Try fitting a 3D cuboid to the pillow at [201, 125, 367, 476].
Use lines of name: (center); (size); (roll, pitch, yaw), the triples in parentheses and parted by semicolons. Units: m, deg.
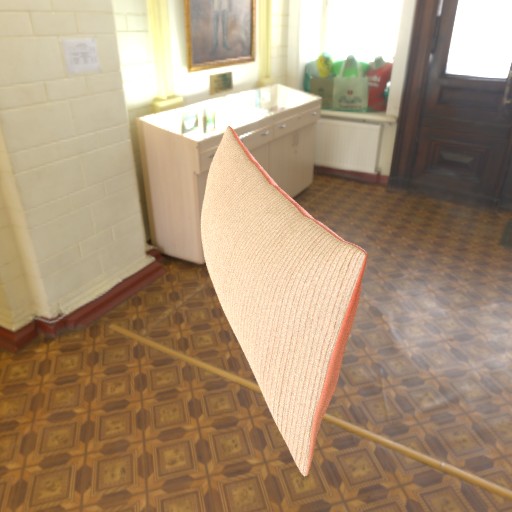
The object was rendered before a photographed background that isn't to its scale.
pillow: (0.000, 0.000, 0.743); (0.155, 0.307, 0.608); (-7, 29, -14)
